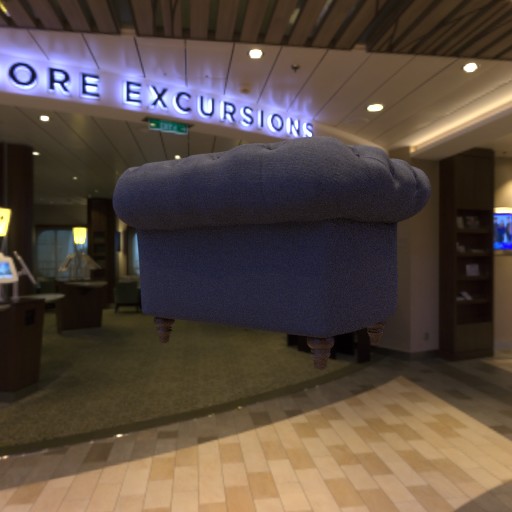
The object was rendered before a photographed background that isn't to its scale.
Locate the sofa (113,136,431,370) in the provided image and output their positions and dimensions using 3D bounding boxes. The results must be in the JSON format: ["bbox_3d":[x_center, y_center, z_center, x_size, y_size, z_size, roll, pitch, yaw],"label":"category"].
[{"bbox_3d":[0.000,0.000,2.115,1.405,0.878,1.032,0,0,36],"label":"sofa"}]
